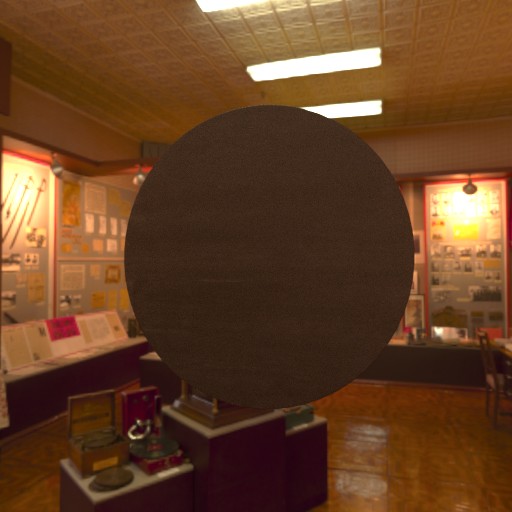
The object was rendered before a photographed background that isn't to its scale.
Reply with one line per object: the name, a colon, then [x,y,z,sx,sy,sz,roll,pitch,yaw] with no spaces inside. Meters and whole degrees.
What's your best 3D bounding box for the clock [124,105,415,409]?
clock: [0.000,0.000,0.884,0.595,0.595,0.029,0,-1,18]
